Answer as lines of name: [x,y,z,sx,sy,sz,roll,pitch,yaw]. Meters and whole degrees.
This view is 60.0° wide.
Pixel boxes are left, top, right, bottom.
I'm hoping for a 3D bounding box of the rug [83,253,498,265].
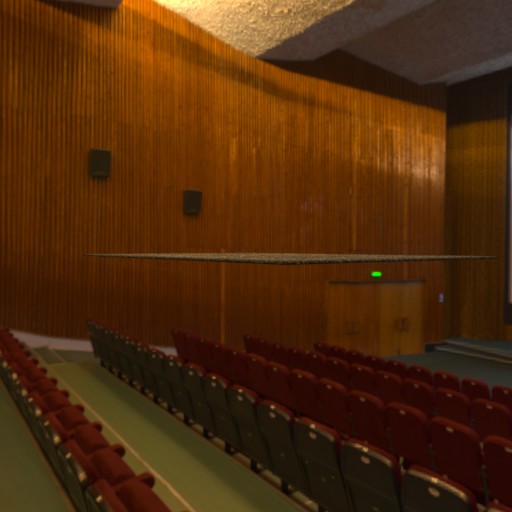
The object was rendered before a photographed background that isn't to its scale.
rug: [0.000,0.000,2.145,1.139,0.010,1.754,-1,1,-37]
